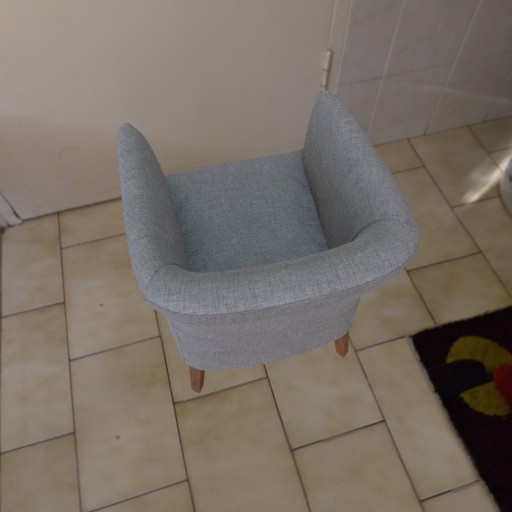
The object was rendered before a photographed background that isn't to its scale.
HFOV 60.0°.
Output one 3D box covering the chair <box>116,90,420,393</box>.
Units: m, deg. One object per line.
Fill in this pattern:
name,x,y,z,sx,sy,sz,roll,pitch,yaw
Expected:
chair,0.000,0.000,1.261,0.600,0.771,0.668,-12,59,-7
